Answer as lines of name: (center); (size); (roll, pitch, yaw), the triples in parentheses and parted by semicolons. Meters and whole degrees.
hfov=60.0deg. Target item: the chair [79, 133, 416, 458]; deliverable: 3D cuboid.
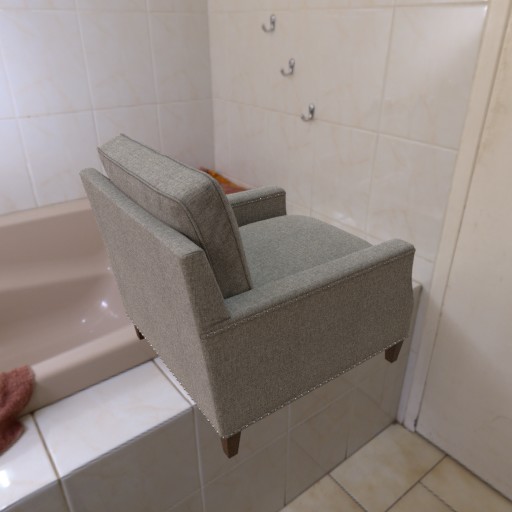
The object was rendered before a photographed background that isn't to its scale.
chair: (0.000, 0.000, 1.740); (1.014, 0.943, 0.853); (-18, 32, -31)
